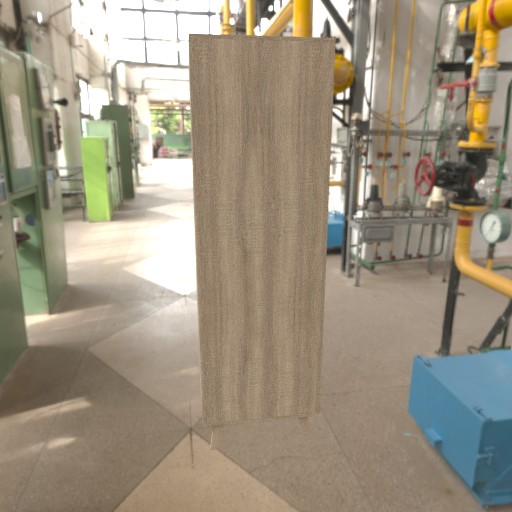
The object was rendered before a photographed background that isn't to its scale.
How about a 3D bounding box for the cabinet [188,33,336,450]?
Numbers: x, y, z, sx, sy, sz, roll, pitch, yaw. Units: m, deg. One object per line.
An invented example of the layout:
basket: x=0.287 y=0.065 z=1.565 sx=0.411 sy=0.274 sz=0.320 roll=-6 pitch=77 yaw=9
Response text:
cabinet: x=0.000 y=0.000 z=2.124 sx=0.570 sy=1.850 sz=0.400 roll=-2 pitch=15 yaw=-8
